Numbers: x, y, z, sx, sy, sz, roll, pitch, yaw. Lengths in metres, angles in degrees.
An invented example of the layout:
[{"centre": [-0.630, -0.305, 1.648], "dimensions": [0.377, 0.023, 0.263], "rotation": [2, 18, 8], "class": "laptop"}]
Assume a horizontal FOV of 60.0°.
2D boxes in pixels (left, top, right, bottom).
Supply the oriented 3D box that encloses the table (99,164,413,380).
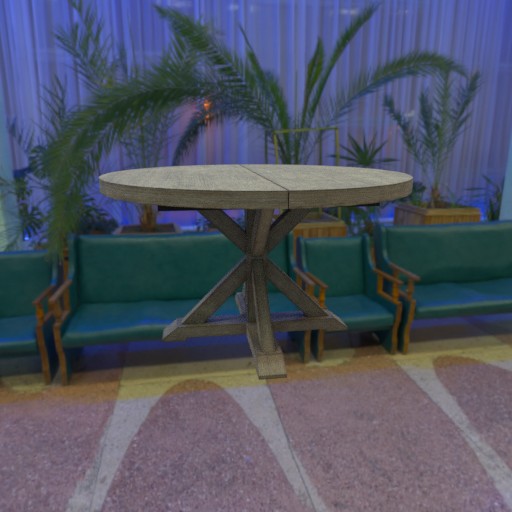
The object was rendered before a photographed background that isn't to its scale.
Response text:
[{"centre": [0.000, 0.000, 2.124], "dimensions": [1.363, 0.781, 1.363], "rotation": [0, 15, 0], "class": "table"}]
